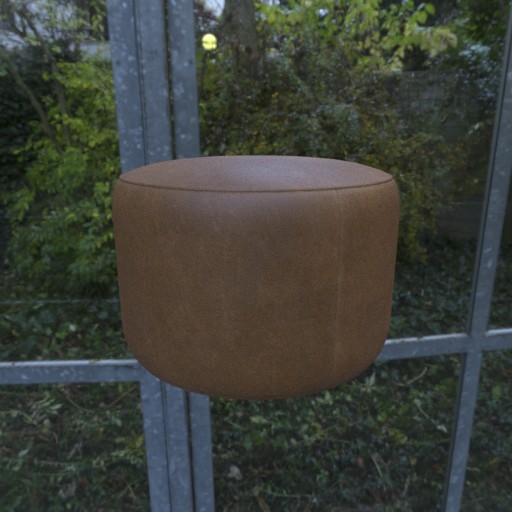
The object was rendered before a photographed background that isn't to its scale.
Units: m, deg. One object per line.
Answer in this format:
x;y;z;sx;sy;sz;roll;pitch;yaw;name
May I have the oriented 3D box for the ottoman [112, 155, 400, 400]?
0.000;0.000;1.012;0.607;0.438;0.607;0;16;0;ottoman
